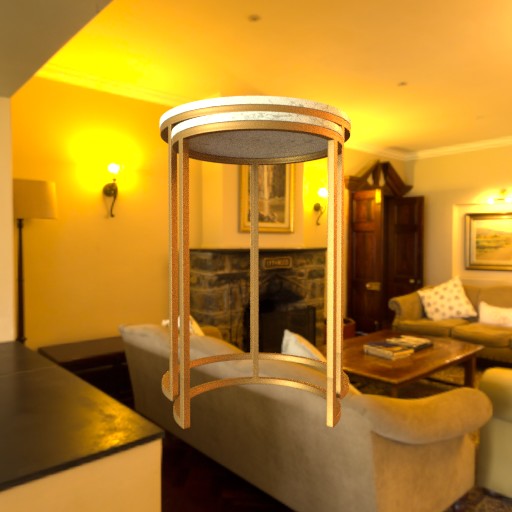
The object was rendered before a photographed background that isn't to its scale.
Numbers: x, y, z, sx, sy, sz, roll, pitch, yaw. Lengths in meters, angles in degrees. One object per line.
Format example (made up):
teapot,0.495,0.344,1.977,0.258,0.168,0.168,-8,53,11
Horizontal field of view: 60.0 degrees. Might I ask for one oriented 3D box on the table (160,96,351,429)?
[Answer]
table,0.000,0.000,0.903,0.400,0.550,0.507,0,2,-1
